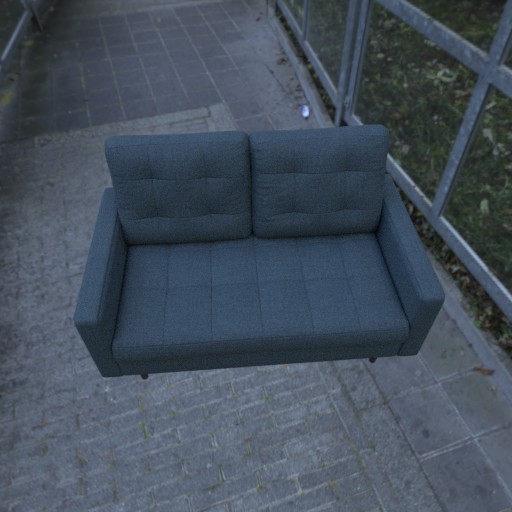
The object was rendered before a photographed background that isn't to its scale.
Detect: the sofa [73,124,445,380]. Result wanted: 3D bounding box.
[{"bbox_3d":[0.000,0.000,1.986,1.407,0.907,0.842,-3,48,-3],"label":"sofa"}]
